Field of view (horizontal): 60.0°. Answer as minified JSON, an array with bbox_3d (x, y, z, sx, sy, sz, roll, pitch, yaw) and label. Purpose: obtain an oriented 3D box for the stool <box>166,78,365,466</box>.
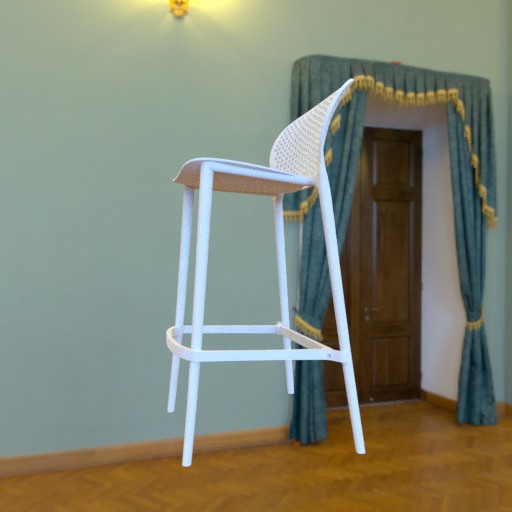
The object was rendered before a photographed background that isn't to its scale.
[{"bbox_3d":[0.000,0.000,1.358,0.535,1.045,0.536,0,1,-17],"label":"stool"}]
